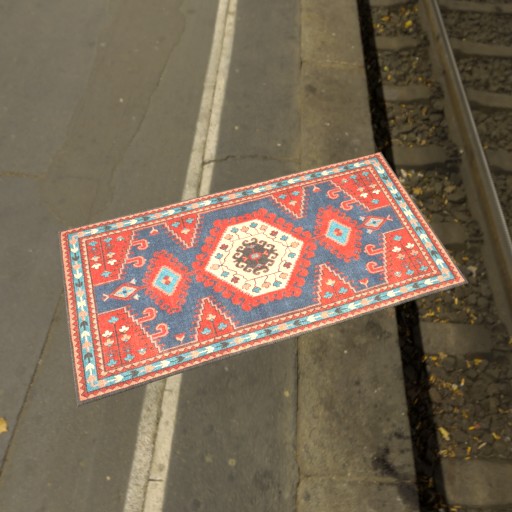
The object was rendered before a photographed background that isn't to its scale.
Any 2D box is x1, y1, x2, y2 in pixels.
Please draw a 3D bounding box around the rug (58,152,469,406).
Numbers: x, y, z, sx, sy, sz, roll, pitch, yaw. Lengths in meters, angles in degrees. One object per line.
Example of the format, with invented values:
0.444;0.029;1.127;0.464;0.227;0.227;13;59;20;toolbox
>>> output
0.000;0.000;3.620;3.032;0.034;1.522;-16;59;-10;rug
